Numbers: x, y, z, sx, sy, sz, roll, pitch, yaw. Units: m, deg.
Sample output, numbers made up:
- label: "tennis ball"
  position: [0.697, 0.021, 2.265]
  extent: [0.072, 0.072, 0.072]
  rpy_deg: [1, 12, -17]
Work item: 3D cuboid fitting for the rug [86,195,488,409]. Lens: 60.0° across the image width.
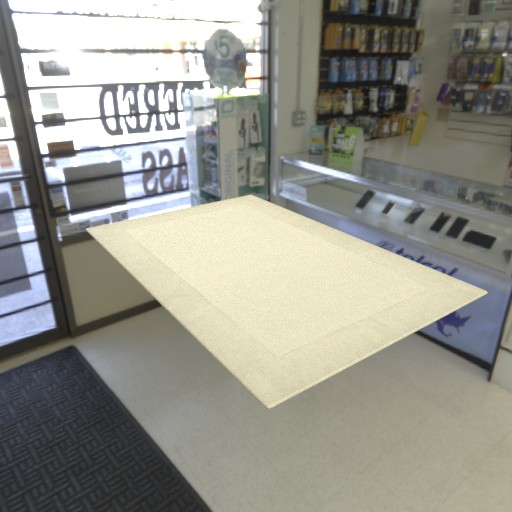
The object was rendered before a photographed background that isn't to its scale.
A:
- label: "rug"
  position: [0.000, 0.000, 2.313]
  extent: [1.219, 0.013, 1.829]
  rpy_deg: [-16, 29, -32]
